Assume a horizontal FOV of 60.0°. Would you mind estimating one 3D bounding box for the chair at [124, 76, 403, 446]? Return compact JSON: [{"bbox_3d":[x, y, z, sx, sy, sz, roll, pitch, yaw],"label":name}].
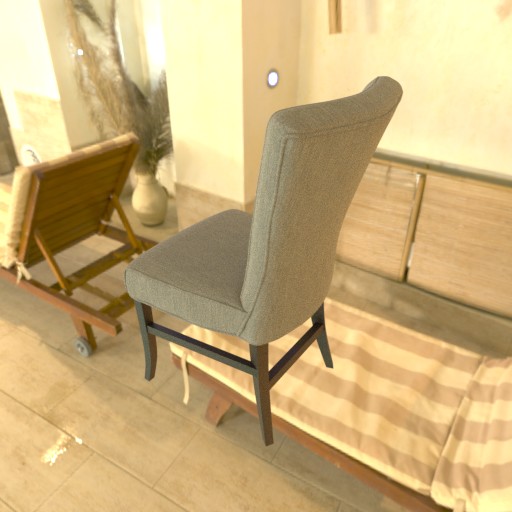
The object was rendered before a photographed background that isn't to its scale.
[{"bbox_3d":[0.000,0.000,1.316,0.660,0.991,0.520,21,37,30],"label":"chair"}]
